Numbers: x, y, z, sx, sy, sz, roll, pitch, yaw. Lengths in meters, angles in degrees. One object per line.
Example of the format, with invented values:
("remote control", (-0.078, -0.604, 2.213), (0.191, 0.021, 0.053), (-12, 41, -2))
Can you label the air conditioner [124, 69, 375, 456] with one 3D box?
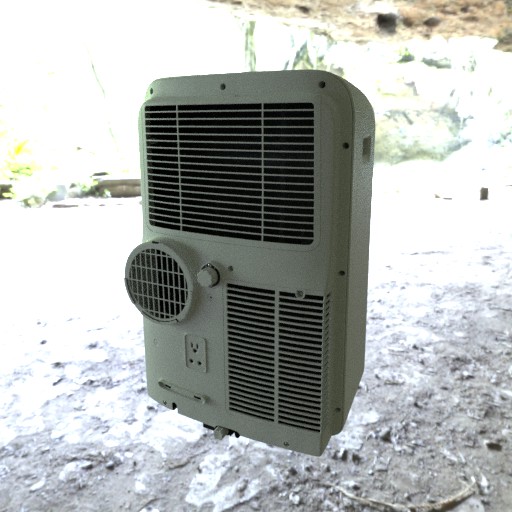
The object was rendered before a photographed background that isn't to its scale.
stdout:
("air conditioner", (0.000, 0.000, 0.939), (0.454, 0.700, 0.365), (8, 19, 25))
